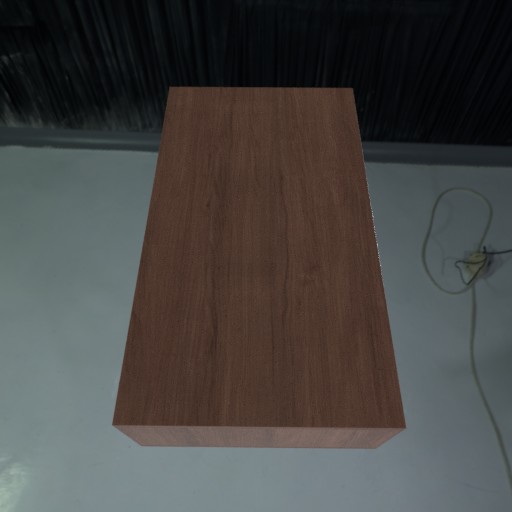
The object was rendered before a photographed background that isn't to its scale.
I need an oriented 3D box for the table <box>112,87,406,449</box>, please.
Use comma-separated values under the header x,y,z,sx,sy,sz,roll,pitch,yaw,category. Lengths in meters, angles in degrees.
x,y,z,sx,sy,sz,roll,pitch,yaw,category
0.000,0.000,1.299,0.600,0.380,1.020,0,58,0,table
